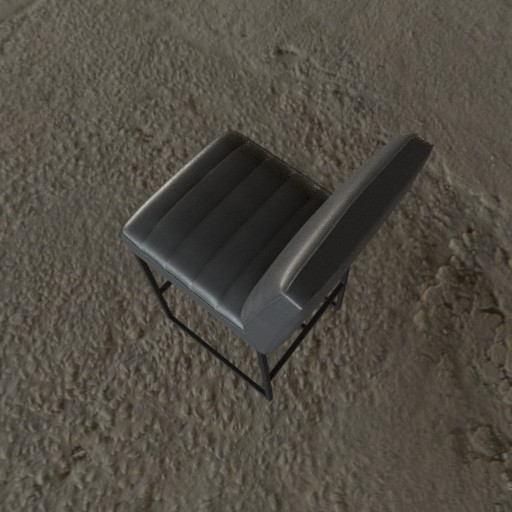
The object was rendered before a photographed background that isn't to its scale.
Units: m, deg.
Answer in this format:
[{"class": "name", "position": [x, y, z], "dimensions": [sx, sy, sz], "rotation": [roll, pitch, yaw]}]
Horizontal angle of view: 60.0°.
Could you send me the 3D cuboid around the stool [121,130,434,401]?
[{"class": "stool", "position": [0.000, 0.000, 1.254], "dimensions": [0.552, 0.938, 0.457], "rotation": [35, 68, 17]}]
